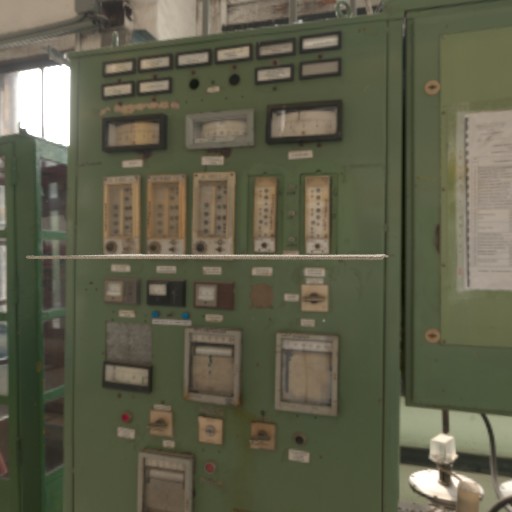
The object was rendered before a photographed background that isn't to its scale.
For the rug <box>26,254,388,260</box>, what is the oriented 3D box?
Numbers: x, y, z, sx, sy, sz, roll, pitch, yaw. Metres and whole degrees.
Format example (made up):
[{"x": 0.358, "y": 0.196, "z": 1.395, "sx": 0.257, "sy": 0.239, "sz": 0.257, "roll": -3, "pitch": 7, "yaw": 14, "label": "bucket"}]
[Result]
[{"x": 0.000, "y": 0.000, "z": 4.861, "sx": 2.757, "sy": 0.051, "sz": 3.626, "roll": 0, "pitch": 0, "yaw": 17, "label": "rug"}]
